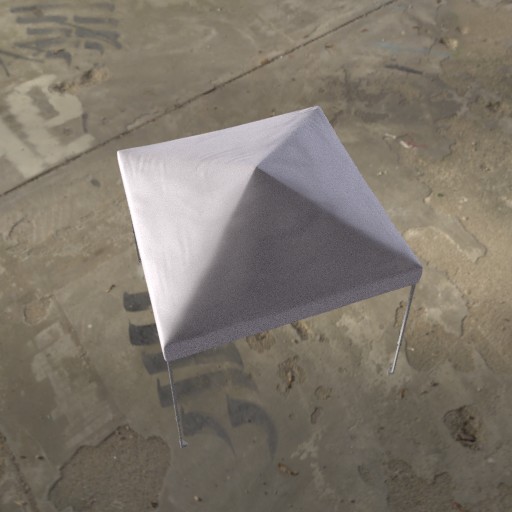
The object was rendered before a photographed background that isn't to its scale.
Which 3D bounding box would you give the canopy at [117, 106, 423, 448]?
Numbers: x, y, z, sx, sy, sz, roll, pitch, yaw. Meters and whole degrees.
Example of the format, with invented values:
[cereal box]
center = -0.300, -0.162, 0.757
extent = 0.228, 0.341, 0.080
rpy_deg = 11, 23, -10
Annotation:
[canopy]
center = 0.000, 0.000, 5.088
extent = 2.850, 2.850, 2.849
rpy_deg = -16, 58, -10
